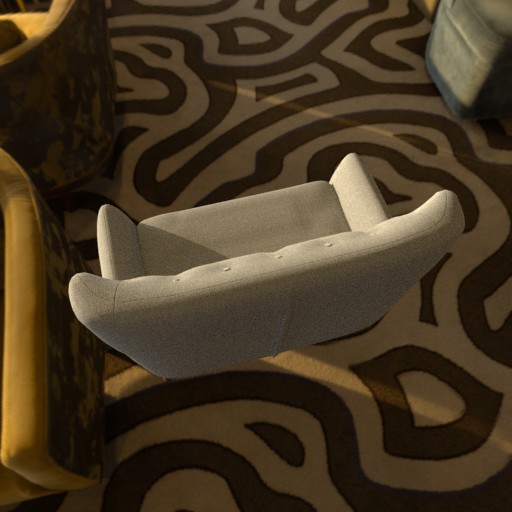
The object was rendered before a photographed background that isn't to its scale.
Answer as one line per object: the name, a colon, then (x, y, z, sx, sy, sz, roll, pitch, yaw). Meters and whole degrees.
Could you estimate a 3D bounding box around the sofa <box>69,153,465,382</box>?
sofa: (0.000, 0.000, 2.008, 1.386, 1.028, 0.884, -13, 60, -8)
